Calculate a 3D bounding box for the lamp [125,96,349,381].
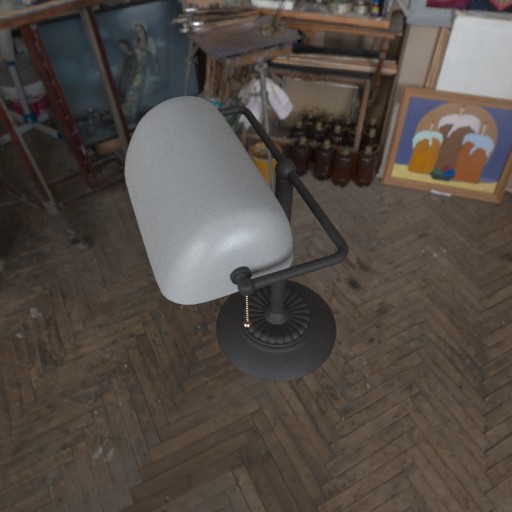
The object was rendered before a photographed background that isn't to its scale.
[{"bbox_3d":[0.000,0.000,0.527,0.243,0.339,0.264,-16,50,-14],"label":"lamp"}]
